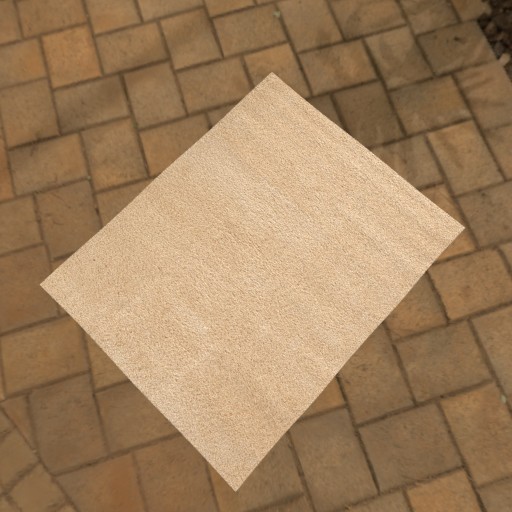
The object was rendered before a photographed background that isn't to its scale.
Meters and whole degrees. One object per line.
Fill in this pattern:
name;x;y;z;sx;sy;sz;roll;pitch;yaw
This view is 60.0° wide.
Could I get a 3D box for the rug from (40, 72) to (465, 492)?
rug;0.000;0.000;3.971;2.400;0.025;3.000;42;79;10
